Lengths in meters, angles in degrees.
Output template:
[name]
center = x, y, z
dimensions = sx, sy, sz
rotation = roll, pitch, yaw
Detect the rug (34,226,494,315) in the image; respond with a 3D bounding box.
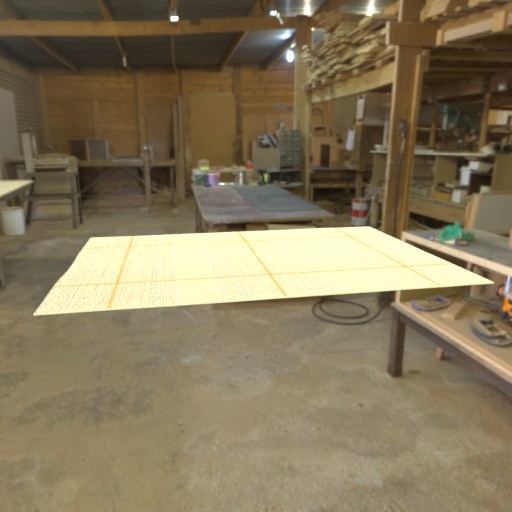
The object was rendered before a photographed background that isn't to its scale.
[rug]
center = 0.000, 0.000, 2.297
dimensions = 1.825, 0.015, 1.232
rotation = -3, 15, -11
